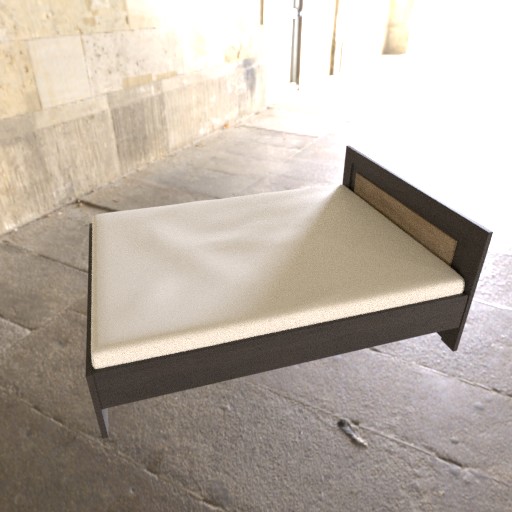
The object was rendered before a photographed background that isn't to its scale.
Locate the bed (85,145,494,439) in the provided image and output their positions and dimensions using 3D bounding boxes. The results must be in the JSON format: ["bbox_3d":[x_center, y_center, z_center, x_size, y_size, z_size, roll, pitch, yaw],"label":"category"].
[{"bbox_3d":[0.000,0.000,2.881,2.073,0.823,1.585,-9,32,-15],"label":"bed"}]
